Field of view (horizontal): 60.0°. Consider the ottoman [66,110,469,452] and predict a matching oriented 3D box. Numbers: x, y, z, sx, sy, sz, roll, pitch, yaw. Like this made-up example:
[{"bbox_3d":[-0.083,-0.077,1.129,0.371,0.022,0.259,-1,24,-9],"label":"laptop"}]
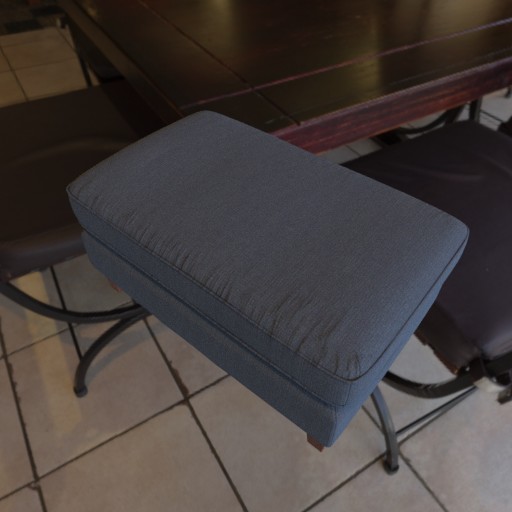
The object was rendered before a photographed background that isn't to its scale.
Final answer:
[{"bbox_3d":[0.000,0.000,1.201,0.885,0.438,0.570,31,53,26],"label":"ottoman"}]
